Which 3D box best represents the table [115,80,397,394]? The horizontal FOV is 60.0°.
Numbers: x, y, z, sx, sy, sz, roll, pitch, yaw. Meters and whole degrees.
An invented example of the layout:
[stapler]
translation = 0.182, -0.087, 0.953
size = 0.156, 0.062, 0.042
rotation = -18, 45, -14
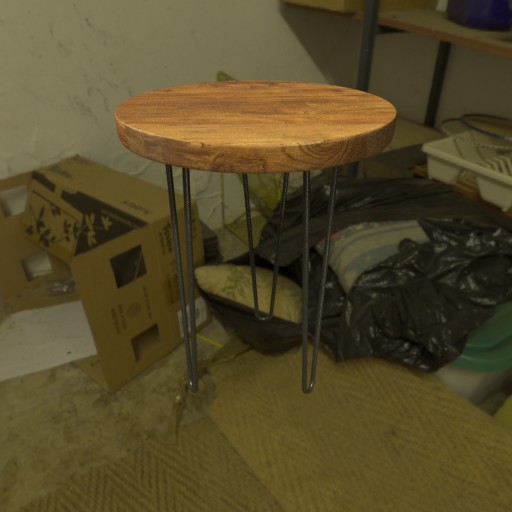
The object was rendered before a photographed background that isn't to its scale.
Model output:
[table]
translation = 0.000, 0.000, 0.782
size = 0.400, 0.520, 0.400
rotation = 0, 31, 0
